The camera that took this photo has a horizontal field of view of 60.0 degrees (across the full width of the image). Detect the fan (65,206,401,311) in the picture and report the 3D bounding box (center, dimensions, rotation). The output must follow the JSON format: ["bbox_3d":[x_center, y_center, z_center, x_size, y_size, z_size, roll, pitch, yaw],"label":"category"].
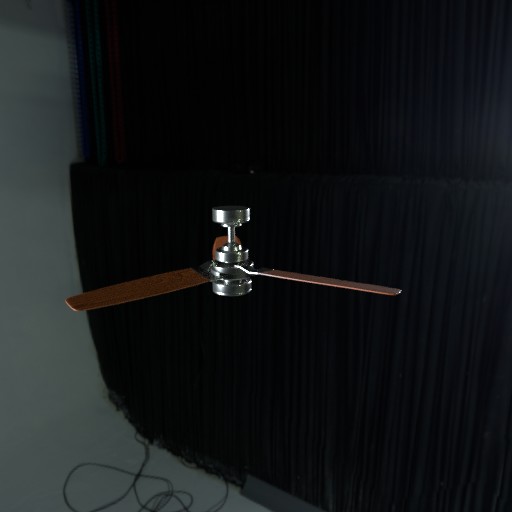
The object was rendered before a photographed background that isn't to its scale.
[{"bbox_3d":[0.000,0.000,2.022,1.271,0.410,1.416,7,16,28],"label":"fan"}]
